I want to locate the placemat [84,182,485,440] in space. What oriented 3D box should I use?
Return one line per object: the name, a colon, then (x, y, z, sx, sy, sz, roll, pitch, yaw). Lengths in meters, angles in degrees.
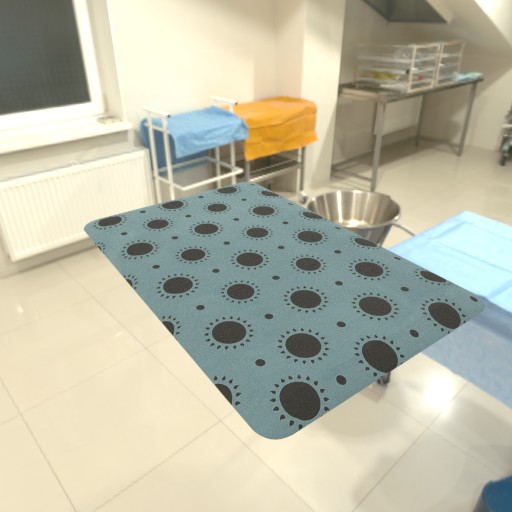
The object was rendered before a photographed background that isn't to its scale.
placemat: (0.000, 0.000, 0.934, 0.508, 0.021, 0.762, -20, 36, -30)
